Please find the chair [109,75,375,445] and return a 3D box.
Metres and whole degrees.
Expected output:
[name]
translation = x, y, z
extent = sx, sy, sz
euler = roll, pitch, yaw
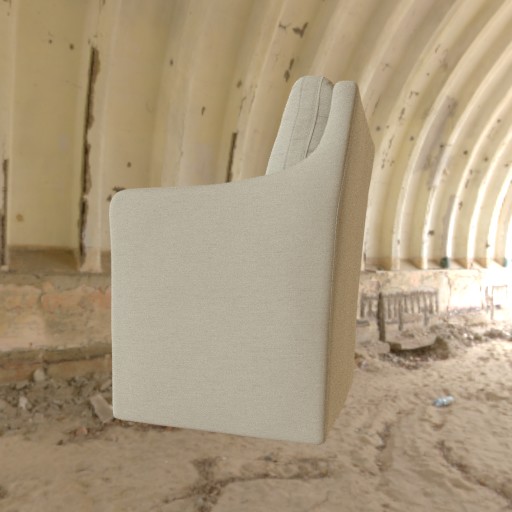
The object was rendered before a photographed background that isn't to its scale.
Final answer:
[chair]
translation = 0.000, 0.000, 1.398
extent = 0.694, 0.914, 0.626
euler = 0, -1, 19
